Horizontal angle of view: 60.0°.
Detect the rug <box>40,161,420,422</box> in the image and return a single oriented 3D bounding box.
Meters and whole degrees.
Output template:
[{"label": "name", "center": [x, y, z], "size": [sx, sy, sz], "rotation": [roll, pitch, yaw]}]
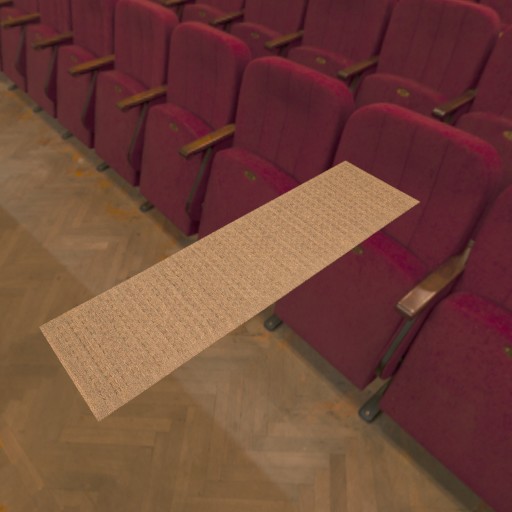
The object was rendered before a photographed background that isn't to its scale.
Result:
[{"label": "rug", "center": [0.000, 0.000, 2.725], "size": [2.437, 0.005, 0.688], "rotation": [-31, 53, -27]}]
